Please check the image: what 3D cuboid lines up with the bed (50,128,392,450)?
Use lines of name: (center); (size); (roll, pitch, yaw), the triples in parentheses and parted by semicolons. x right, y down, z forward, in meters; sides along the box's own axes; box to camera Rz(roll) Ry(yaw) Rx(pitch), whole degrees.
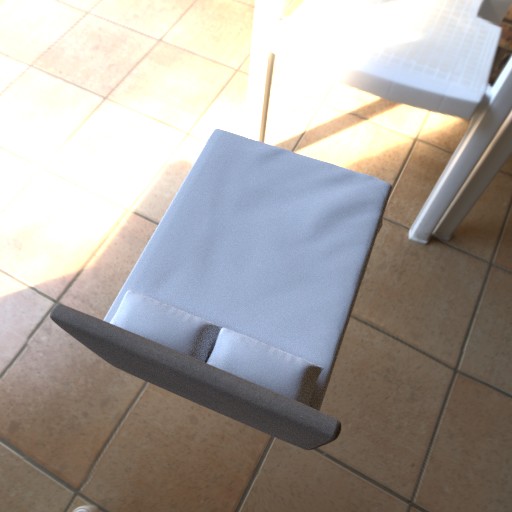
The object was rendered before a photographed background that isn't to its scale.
bed: (0.000, 0.000, 3.266); (1.723, 1.330, 2.142); (20, 66, 9)
